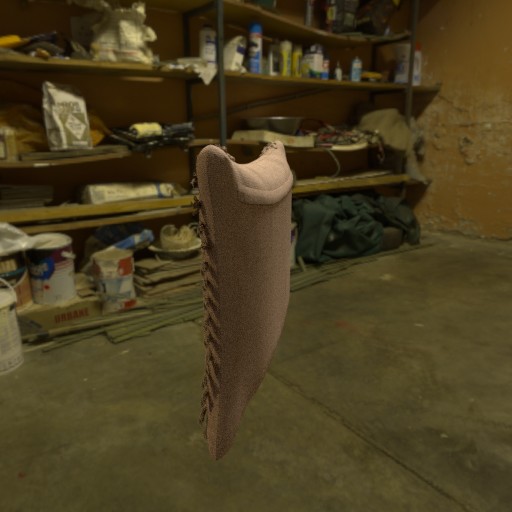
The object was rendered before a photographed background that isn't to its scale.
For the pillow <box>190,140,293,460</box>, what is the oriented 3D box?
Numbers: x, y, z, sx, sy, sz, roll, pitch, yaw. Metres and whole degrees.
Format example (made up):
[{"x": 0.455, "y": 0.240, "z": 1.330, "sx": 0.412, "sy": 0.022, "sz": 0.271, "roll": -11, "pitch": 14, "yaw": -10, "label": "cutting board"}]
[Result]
[{"x": 0.000, "y": 0.000, "z": 0.606, "sx": 0.084, "sy": 0.305, "sz": 0.466, "roll": 3, "pitch": 15, "yaw": 9, "label": "pillow"}]
